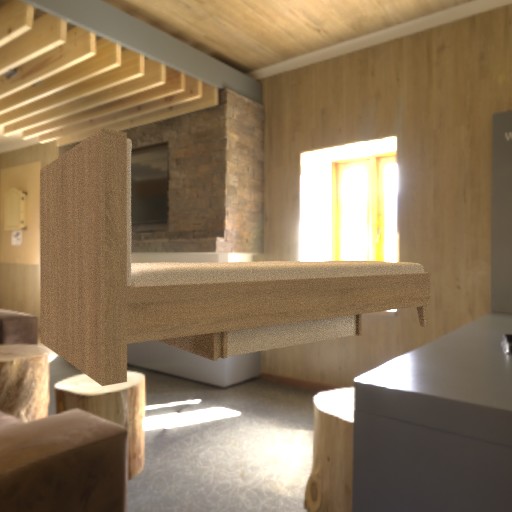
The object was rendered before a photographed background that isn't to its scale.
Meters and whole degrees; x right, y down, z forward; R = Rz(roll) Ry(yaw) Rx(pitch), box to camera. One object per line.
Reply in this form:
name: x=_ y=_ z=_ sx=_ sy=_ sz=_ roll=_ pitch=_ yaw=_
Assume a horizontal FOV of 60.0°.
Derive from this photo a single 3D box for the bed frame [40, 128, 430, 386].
bed frame: x=0.000 y=0.000 z=2.623 sx=2.140 sy=0.920 sz=0.990 roll=0 pitch=0 yaw=-37
